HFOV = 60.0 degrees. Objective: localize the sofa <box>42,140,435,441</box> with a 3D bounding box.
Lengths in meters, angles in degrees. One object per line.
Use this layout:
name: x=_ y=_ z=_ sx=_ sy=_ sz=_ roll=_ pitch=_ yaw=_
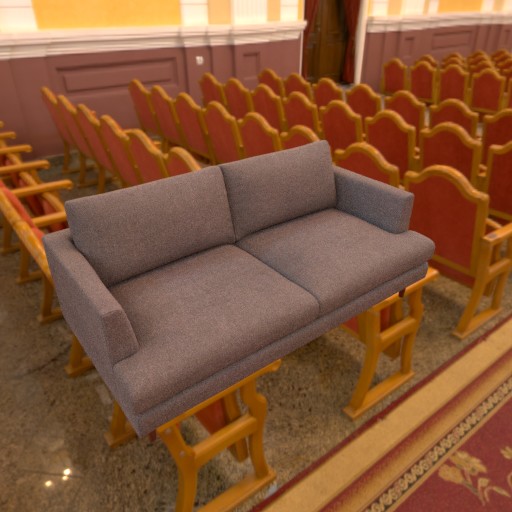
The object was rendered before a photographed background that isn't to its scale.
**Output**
sofa: x=0.000 y=0.000 z=2.471 sx=1.948 sy=0.868 sz=1.020 roll=-21 pitch=37 yaw=-32
